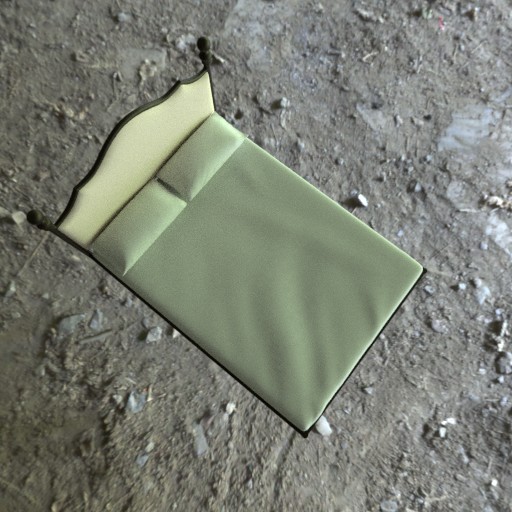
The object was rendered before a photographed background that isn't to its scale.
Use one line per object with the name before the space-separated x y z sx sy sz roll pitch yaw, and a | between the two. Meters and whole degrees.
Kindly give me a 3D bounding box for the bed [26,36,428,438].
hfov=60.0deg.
bed | 0.000 0.000 3.299 2.224 1.499 1.642 38 79 9
